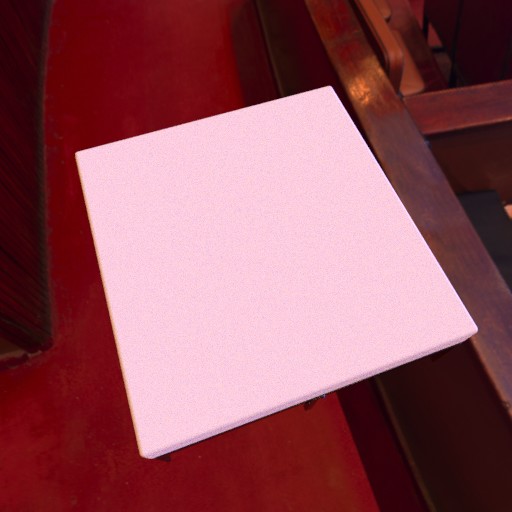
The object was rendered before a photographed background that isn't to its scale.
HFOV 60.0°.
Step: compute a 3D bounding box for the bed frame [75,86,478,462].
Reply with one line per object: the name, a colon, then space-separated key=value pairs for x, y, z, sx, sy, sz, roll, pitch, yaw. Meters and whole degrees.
bed frame: x=0.000 y=0.000 z=3.076 sx=1.963 sy=0.659 sz=2.079 roll=-18 pitch=64 yaw=-9
